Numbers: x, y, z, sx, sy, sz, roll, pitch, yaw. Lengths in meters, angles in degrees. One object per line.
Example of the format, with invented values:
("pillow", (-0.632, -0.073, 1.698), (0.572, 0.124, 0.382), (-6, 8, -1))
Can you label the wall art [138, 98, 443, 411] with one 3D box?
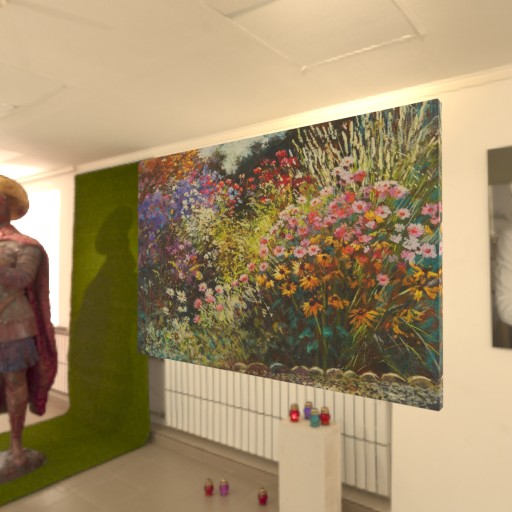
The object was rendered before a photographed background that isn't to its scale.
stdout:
("wall art", (0.000, 0.000, 1.431), (1.136, 0.760, 0.042), (-1, -1, 37))
